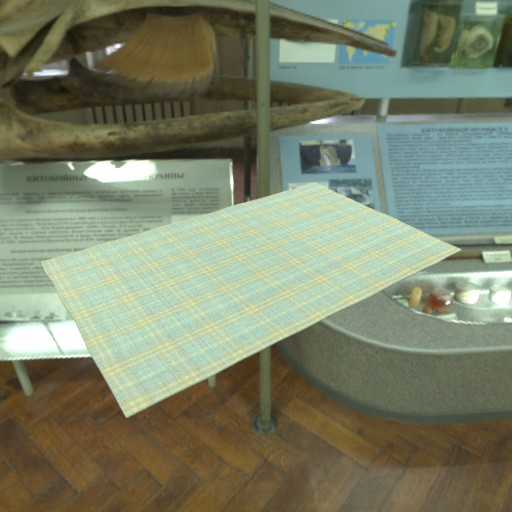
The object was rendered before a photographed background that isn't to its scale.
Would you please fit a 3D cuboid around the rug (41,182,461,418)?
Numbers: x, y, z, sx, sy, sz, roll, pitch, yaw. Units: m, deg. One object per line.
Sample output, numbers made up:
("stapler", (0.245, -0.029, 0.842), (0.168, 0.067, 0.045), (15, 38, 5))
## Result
("rug", (0.000, 0.000, 3.040), (2.460, 0.016, 1.545), (-20, 37, -30))
